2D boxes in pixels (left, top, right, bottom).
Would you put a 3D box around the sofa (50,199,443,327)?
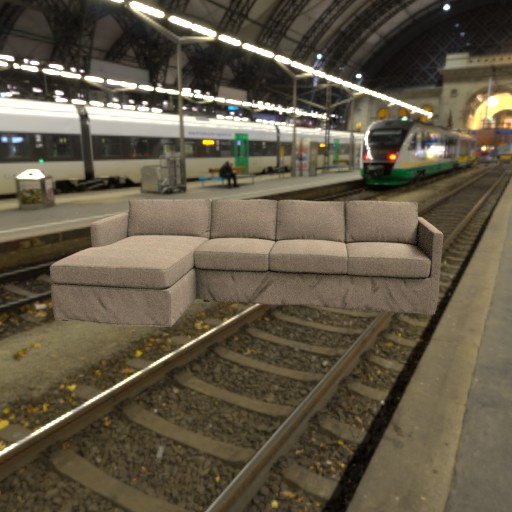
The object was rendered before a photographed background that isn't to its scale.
[{"bbox_3d":[0.000,0.000,4.081,3.205,0.922,1.650,2,14,9],"label":"sofa"}]
